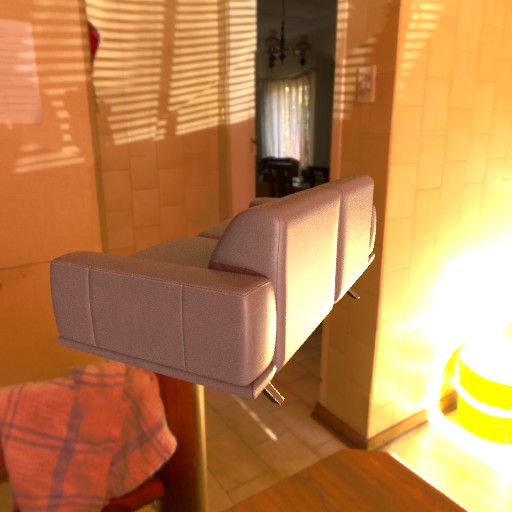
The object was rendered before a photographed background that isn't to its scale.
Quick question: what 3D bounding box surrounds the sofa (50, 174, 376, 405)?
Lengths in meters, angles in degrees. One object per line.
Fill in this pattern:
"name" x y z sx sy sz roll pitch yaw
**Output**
"sofa" 0.000 0.000 2.349 0.900 0.772 1.901 7 17 25
